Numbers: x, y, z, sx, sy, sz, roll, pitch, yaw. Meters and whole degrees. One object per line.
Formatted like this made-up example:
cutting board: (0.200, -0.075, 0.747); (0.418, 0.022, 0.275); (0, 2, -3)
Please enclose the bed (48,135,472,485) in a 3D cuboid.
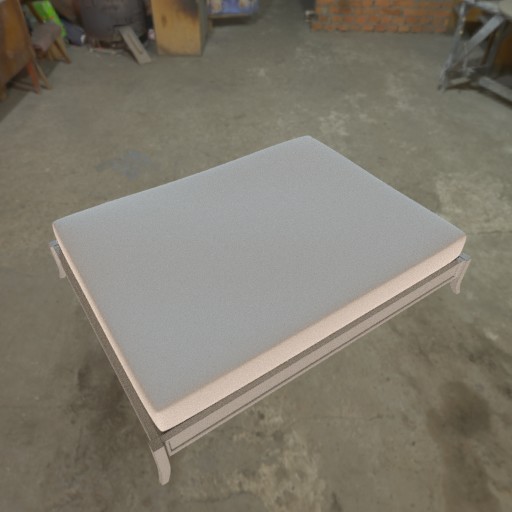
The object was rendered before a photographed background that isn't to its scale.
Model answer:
bed: (0.000, 0.000, 2.752); (2.108, 0.510, 1.604); (-25, 48, -24)
